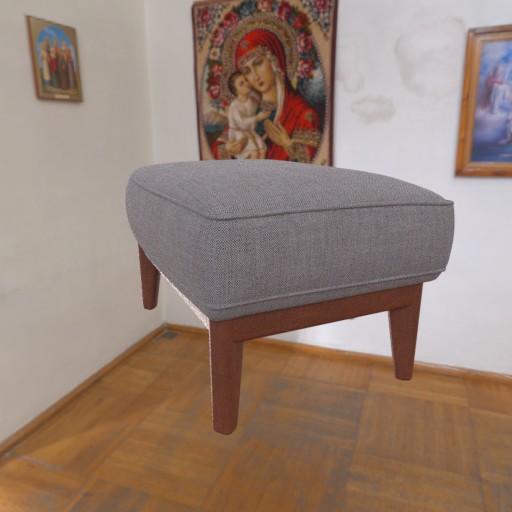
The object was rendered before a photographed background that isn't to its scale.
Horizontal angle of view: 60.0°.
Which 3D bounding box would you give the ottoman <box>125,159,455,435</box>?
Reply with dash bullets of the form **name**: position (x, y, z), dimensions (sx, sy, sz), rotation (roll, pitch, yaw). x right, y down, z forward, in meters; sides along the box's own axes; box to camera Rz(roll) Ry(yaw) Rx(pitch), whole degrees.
- **ottoman**: position (0.000, 0.000, 1.122), dimensions (0.555, 0.458, 0.750), rotation (-7, 17, -24)
